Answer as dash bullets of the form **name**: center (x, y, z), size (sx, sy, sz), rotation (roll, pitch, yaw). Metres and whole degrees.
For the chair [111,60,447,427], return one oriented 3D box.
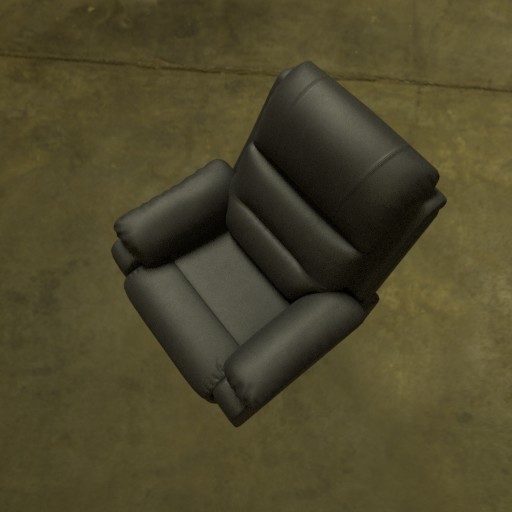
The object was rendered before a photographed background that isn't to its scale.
- **chair**: center (0.000, 0.000, 1.625), size (0.919, 0.992, 0.855), rotation (-36, 70, -15)
